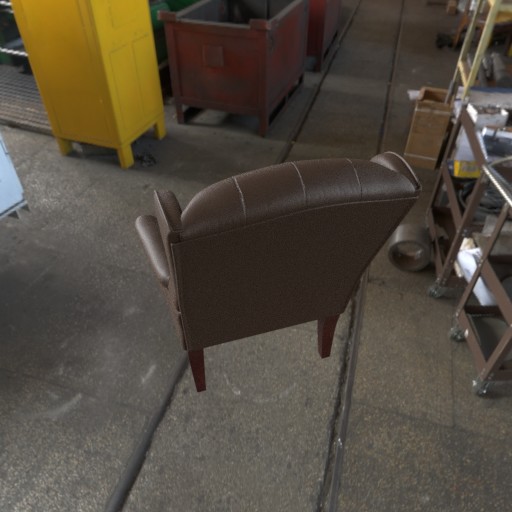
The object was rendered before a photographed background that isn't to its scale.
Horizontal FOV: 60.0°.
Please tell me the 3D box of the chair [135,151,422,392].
[{"bbox_3d":[0.000,0.000,1.682,0.829,1.132,0.819,-12,43,-13],"label":"chair"}]
